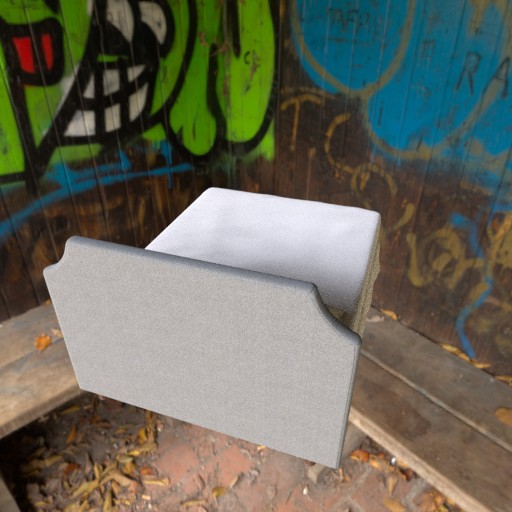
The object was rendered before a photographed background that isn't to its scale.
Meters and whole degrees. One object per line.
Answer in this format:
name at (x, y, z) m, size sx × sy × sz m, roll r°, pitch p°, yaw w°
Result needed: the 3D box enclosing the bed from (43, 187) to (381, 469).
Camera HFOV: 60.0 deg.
bed at (0.000, 0.000, 3.367) m, size 1.811 × 1.296 × 2.259 m, roll 11°, pitch 35°, yaw 16°
